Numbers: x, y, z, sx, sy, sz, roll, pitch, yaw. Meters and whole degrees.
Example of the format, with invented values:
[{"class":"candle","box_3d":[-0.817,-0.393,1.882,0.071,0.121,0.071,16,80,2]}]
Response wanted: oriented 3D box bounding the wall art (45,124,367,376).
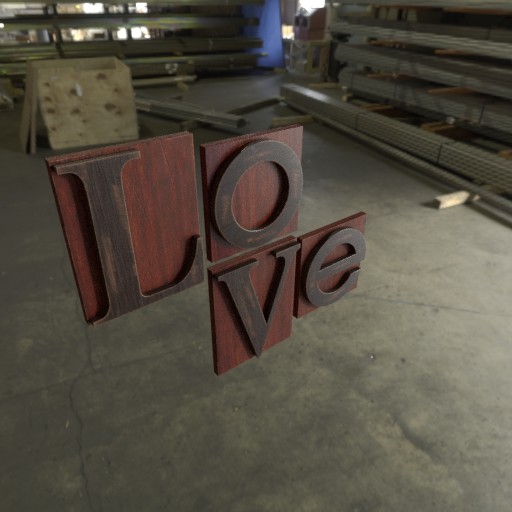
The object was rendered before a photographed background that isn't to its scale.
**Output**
[{"class":"wall art","box_3d":[0.000,0.000,0.827,0.635,0.497,0.030,-22,37,-32]}]
